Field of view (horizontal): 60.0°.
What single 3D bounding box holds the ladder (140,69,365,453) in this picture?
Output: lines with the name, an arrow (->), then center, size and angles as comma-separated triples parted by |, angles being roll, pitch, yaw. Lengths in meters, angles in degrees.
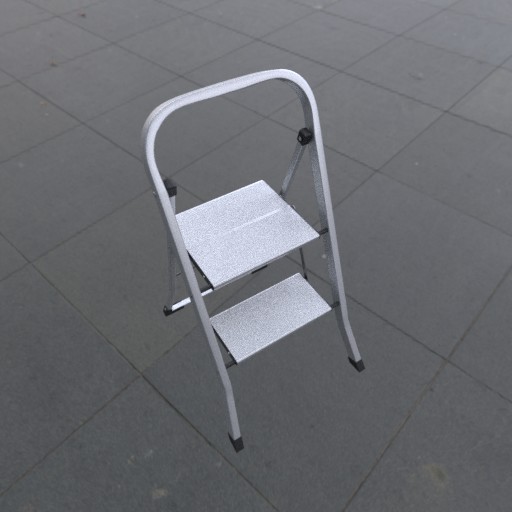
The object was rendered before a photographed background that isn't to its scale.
ladder -> 0.000, 0.000, 1.128 | 0.465, 0.830, 0.530 | -26, 53, -21
